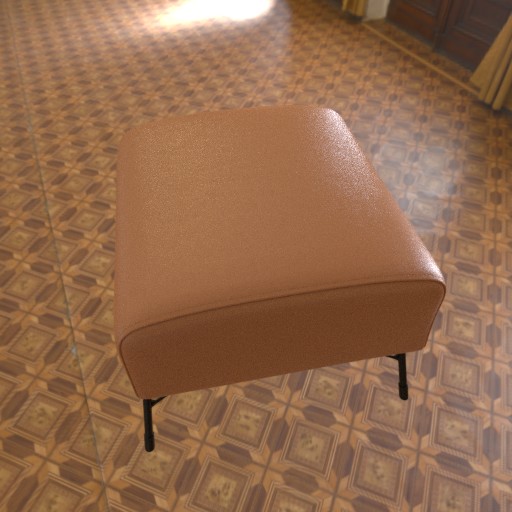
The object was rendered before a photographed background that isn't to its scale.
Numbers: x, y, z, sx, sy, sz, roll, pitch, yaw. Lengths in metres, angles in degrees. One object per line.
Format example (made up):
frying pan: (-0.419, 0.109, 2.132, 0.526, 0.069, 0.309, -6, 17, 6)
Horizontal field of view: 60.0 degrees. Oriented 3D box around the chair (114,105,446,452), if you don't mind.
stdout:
chair: (0.000, 0.000, 0.891, 0.530, 0.410, 0.530, -8, 48, -8)
